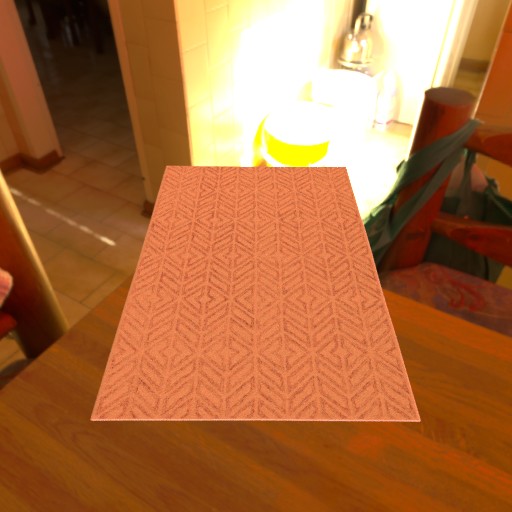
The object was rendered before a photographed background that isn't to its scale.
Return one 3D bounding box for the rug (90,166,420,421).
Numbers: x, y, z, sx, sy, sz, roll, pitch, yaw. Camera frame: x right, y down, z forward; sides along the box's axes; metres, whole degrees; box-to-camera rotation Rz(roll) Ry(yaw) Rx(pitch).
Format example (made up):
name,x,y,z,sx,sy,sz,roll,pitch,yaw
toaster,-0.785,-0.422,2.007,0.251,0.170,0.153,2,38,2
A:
name,x,y,z,sx,sy,sz,roll,pitch,yaw
rug,0.000,0.000,2.318,1.220,0.007,1.828,0,42,0
